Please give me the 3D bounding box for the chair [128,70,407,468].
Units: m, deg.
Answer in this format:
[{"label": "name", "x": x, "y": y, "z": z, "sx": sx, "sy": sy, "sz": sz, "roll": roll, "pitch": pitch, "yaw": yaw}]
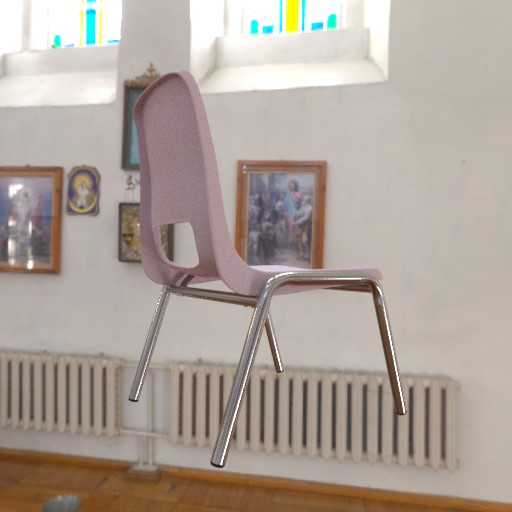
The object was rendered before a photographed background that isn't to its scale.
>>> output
[{"label": "chair", "x": 0.000, "y": 0.000, "z": 0.784, "sx": 0.385, "sy": 0.536, "sz": 0.354, "roll": 0, "pitch": 0, "yaw": -35}]
